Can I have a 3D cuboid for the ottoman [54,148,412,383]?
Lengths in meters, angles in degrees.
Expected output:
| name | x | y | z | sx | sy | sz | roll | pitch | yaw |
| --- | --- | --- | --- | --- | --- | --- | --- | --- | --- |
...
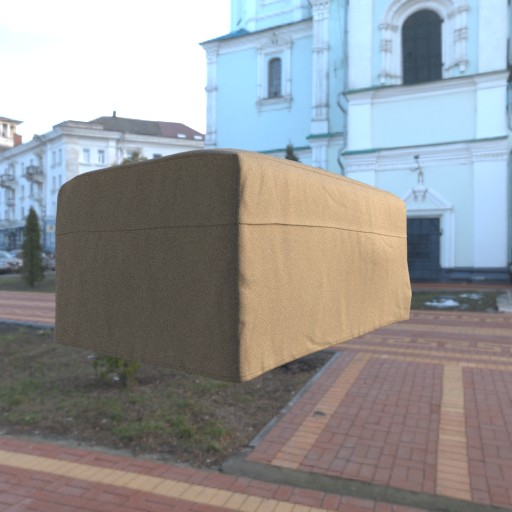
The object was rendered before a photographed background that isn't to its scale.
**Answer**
| name | x | y | z | sx | sy | sz | roll | pitch | yaw |
| --- | --- | --- | --- | --- | --- | --- | --- | --- | --- |
| ottoman | 0.000 | 0.000 | 1.206 | 0.590 | 0.444 | 0.872 | 0 | 1 | 37 |
